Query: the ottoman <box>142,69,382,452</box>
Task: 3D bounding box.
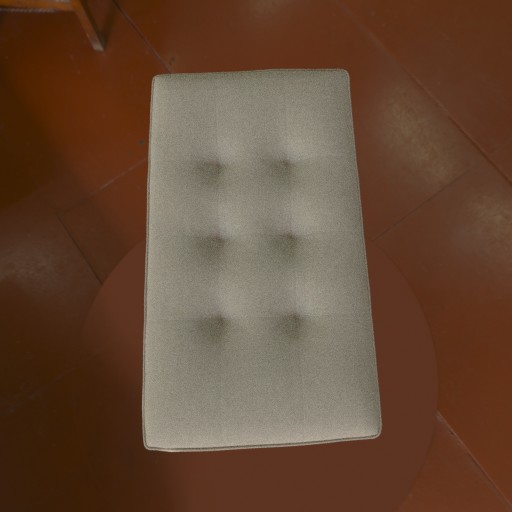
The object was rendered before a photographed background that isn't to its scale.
[{"bbox_3d":[0.000,0.000,1.481,0.648,0.508,1.143,-2,76,0],"label":"ottoman"}]
